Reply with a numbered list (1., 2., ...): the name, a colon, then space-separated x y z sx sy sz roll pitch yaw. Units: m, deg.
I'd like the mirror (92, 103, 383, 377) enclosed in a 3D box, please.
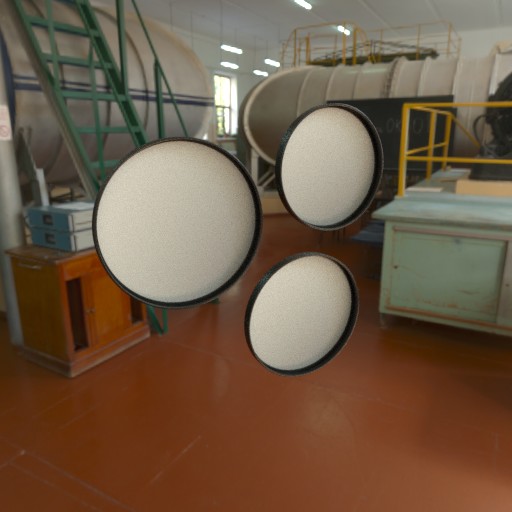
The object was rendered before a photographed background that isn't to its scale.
1. mirror: 0.000 0.000 3.166 2.160 2.096 0.076 -8 17 -25
